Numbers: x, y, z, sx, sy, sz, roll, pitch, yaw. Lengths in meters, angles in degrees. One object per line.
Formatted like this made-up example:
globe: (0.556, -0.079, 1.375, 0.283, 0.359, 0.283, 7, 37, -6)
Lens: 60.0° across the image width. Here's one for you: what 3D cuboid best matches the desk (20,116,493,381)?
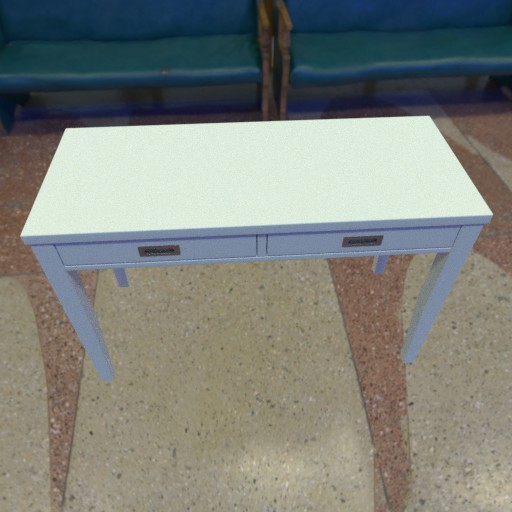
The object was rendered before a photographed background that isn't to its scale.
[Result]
desk: (0.000, 0.000, 1.592, 1.220, 0.775, 0.508, -3, 47, -3)
